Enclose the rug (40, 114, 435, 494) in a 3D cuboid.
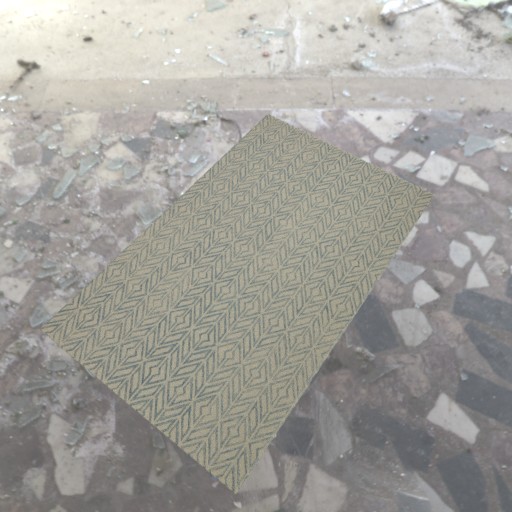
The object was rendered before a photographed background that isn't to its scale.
[{"bbox_3d":[0.000,0.000,3.022,1.526,0.008,2.441,32,63,18],"label":"rug"}]
